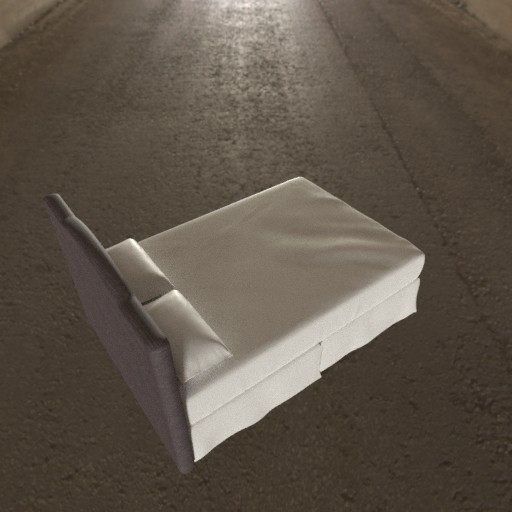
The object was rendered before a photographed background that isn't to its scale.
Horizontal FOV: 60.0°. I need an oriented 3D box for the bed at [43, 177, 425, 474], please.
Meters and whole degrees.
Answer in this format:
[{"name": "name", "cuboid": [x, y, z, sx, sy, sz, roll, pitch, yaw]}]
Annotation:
[{"name": "bed", "cuboid": [0.000, 0.000, 3.573, 2.507, 1.441, 1.741, -26, 47, -27]}]
